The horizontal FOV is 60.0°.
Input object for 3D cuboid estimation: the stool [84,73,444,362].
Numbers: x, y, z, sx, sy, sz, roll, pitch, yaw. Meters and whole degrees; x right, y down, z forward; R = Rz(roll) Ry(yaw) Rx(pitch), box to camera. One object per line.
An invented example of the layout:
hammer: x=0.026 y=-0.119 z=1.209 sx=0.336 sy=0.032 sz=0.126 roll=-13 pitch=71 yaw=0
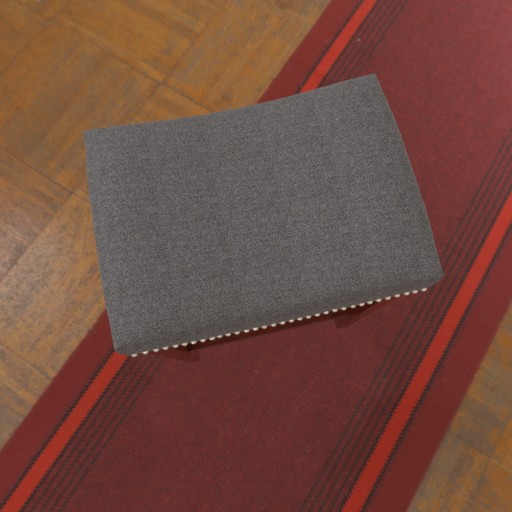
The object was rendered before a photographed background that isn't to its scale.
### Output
stool: x=0.000 y=0.000 z=1.012 sx=0.504 sy=0.742 sz=0.372 roll=-12 pitch=76 yaw=-3
